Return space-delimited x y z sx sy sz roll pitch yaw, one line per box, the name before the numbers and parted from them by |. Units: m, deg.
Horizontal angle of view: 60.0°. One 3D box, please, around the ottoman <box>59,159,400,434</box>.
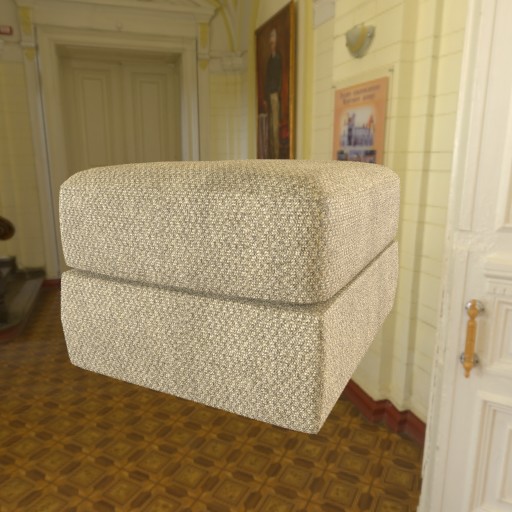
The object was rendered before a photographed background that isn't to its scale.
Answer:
ottoman | 0.000 0.000 1.130 0.603 0.476 0.751 6 15 26
